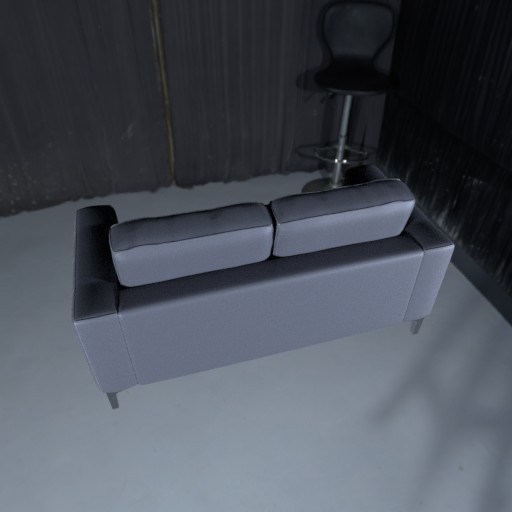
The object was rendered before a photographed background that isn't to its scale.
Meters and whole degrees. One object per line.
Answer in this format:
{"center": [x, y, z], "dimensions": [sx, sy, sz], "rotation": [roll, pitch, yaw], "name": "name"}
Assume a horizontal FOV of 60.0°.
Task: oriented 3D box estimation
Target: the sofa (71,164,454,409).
{"center": [0.000, 0.000, 2.275], "dimensions": [1.726, 0.893, 0.833], "rotation": [-11, 41, -12], "name": "sofa"}
